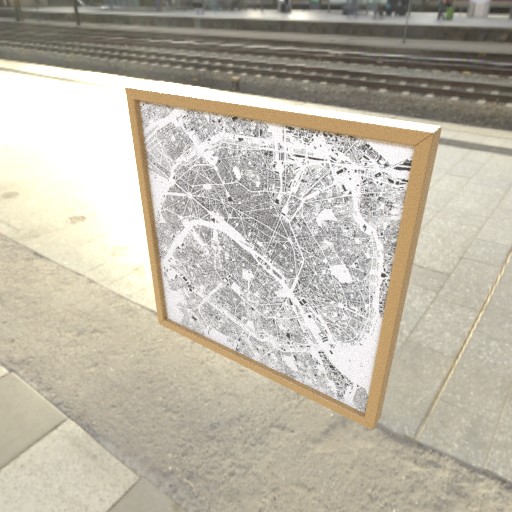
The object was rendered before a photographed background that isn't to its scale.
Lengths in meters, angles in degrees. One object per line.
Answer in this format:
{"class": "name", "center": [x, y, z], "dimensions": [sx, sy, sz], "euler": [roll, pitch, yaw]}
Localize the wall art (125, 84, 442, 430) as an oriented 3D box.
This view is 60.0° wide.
{"class": "wall art", "center": [0.000, 0.000, 0.765], "dimensions": [0.509, 0.509, 0.036], "euler": [19, 36, 29]}
